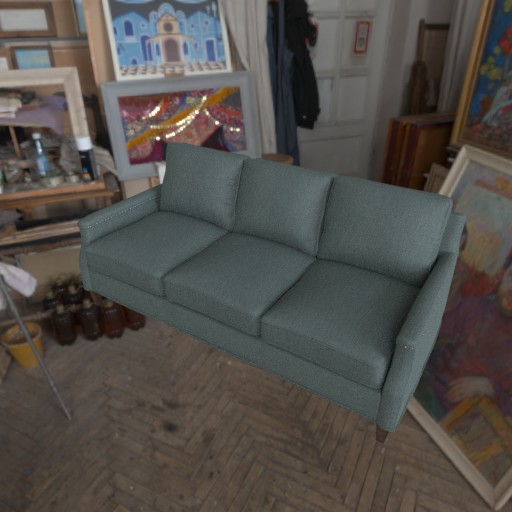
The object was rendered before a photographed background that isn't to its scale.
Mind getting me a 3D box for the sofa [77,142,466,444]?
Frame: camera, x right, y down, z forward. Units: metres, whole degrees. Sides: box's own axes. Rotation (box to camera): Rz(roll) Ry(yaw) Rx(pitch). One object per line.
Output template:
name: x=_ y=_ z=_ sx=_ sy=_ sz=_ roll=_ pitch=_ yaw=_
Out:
sofa: x=0.000 y=0.000 z=2.810 sx=2.246 sy=1.003 sz=1.084 roll=18 pitch=35 yaw=28
